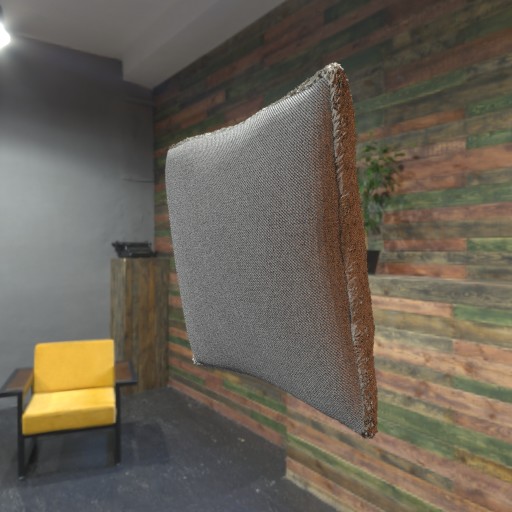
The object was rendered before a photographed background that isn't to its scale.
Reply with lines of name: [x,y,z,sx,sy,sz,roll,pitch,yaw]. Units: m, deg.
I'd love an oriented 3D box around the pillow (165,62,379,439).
pillow: [0.000,0.000,0.818,0.218,0.515,0.529,0,1,-36]
